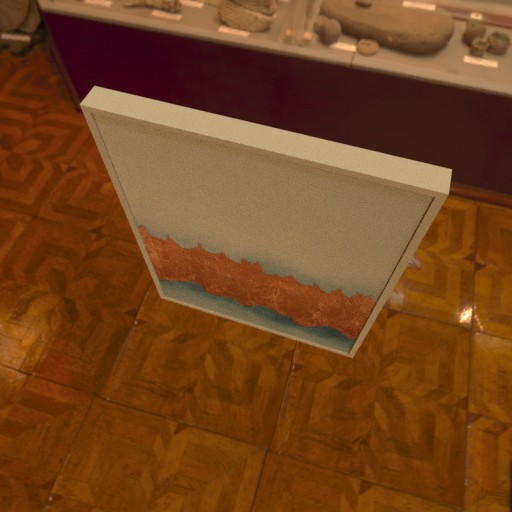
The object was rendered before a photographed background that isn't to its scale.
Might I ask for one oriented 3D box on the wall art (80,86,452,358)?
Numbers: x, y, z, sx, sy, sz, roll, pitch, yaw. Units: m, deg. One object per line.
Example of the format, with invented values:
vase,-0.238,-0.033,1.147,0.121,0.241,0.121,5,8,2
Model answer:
wall art,0.000,0.000,0.762,0.451,0.553,0.039,16,60,9
